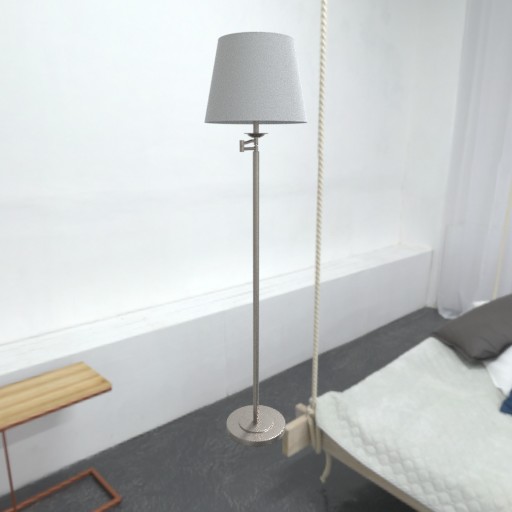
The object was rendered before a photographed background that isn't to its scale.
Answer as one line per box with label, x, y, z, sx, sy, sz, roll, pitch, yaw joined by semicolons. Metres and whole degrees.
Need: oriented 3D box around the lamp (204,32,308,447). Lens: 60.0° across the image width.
lamp;0.000;0.000;1.653;0.355;1.473;0.355;0;15;0
